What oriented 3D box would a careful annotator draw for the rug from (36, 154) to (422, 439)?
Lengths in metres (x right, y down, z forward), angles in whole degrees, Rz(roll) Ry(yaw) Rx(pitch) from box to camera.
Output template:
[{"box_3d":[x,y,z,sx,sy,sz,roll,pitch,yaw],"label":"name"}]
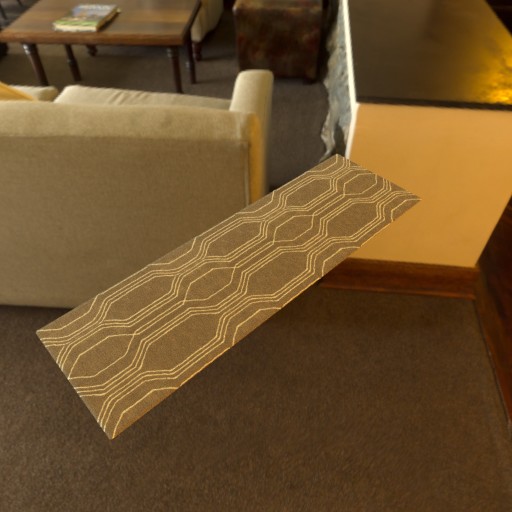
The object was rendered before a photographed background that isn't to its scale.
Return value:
[{"box_3d":[0.000,0.000,2.724,2.464,0.012,0.773,-34,55,-28],"label":"rug"}]
